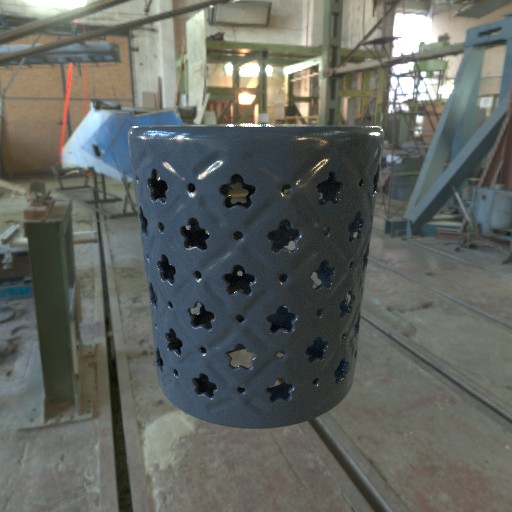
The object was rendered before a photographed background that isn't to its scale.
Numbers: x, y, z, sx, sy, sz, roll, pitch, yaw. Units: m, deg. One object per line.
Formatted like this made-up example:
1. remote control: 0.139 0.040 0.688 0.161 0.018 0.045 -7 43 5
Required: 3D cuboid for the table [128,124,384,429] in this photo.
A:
1. table: 0.000 0.000 0.677 0.352 0.387 0.352 0 17 0
